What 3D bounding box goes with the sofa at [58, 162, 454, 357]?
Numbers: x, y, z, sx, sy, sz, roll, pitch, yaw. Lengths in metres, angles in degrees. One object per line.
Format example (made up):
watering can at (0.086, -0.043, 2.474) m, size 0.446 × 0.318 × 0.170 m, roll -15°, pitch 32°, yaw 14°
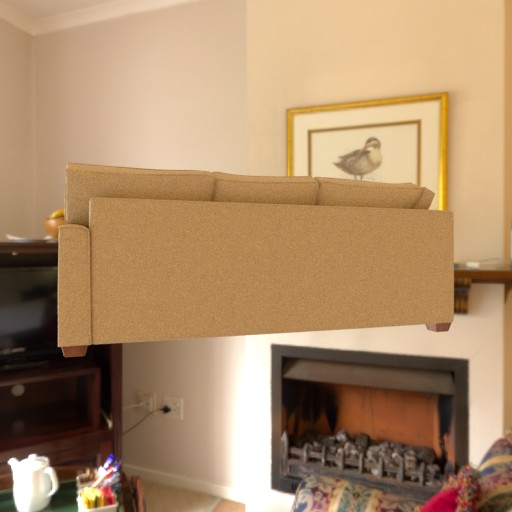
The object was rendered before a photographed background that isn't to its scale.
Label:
sofa at (0.000, 0.000, 2.927) m, size 2.317 × 0.962 × 1.061 m, roll 0°, pitch 0°, yaw -18°
